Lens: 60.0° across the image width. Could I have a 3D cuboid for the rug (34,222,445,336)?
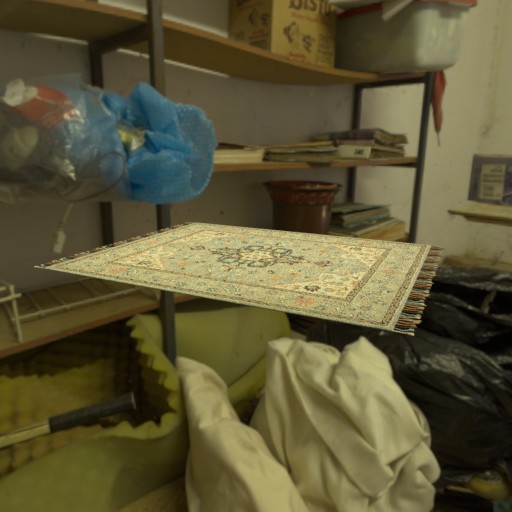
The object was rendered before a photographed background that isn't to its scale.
[{"bbox_3d":[0.000,0.000,3.508,2.651,0.010,1.971,7,17,25],"label":"rug"}]
